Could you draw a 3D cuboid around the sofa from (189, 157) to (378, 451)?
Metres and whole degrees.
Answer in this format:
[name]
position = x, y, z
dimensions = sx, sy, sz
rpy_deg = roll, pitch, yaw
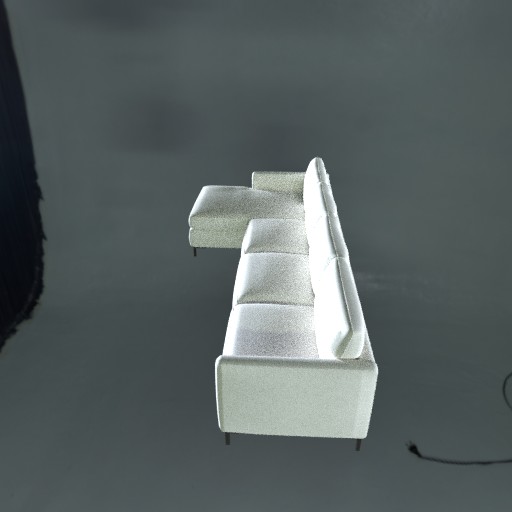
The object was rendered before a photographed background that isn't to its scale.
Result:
[sofa]
position = 0.000, 0.000, 3.794
dimensions = 1.467, 0.875, 3.186
rpy_deg = 2, 30, 3
